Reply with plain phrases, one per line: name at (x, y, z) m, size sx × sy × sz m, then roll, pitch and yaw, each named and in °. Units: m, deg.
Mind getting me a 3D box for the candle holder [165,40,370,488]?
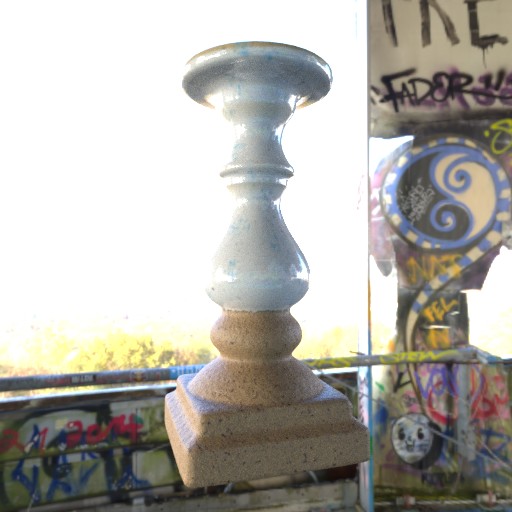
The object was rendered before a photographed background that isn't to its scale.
candle holder at (0.000, 0.000, 0.294) m, size 0.110 × 0.239 × 0.110 m, roll 0°, pitch -1°, yaw -18°
